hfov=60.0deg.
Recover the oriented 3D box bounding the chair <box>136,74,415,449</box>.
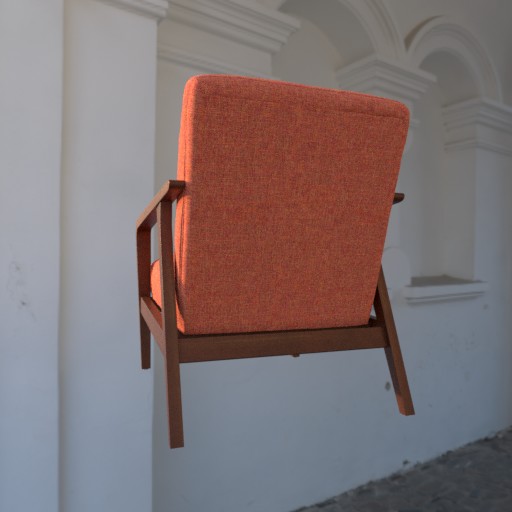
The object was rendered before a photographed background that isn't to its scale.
[{"bbox_3d":[0.000,0.000,1.470,0.719,0.890,0.860,0,0,-19],"label":"chair"}]
